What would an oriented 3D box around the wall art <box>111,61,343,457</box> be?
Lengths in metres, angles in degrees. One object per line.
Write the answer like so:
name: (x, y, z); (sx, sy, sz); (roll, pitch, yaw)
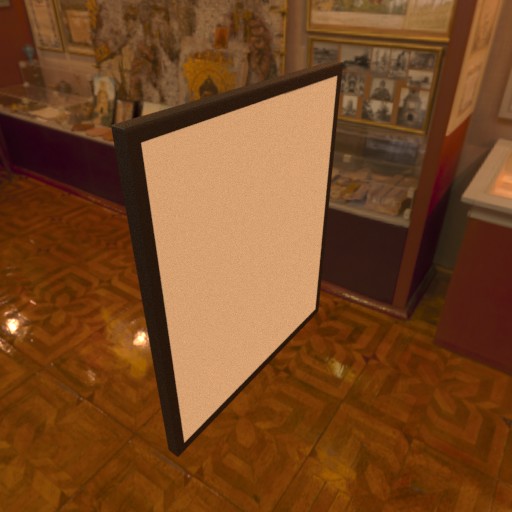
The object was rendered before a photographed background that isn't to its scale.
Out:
wall art: (0.000, 0.000, 0.695); (0.021, 0.509, 0.430); (22, 39, 30)
